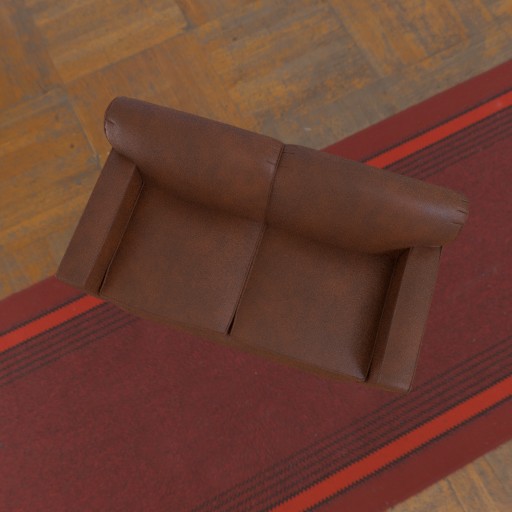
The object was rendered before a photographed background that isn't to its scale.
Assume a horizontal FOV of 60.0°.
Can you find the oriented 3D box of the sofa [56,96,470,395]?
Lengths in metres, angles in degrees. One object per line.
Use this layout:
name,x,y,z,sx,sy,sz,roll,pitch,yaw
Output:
sofa,0.000,0.000,2.420,1.856,0.966,1.000,17,76,4
